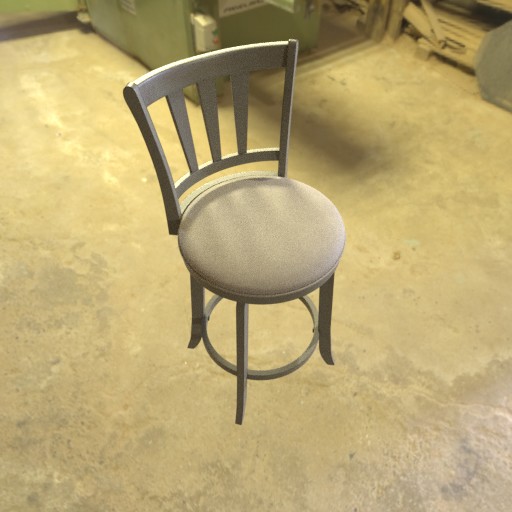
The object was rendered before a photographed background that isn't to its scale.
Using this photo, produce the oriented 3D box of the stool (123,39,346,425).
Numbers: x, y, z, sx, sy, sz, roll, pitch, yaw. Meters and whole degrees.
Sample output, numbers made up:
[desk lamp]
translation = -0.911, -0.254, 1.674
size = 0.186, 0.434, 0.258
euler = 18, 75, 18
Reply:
[stool]
translation = 0.000, 0.000, 1.256
size = 0.450, 0.994, 0.486
euler = -26, 52, -22
